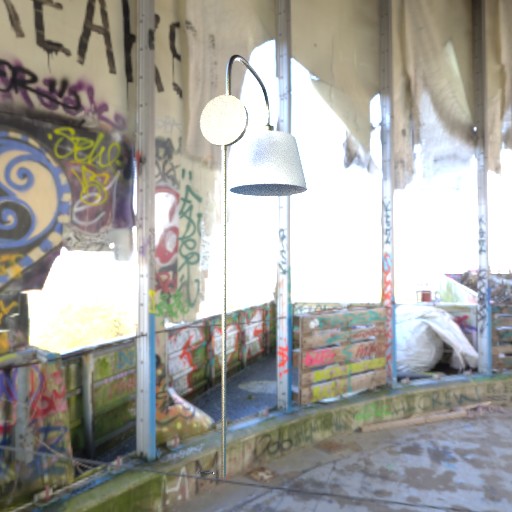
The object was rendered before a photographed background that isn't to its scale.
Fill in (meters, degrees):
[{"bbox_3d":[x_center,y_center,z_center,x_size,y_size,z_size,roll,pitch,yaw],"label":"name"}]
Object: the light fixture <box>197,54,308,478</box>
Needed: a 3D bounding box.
[{"bbox_3d":[0.000,0.000,0.480,0.092,0.399,0.176,0,-1,20],"label":"light fixture"}]
